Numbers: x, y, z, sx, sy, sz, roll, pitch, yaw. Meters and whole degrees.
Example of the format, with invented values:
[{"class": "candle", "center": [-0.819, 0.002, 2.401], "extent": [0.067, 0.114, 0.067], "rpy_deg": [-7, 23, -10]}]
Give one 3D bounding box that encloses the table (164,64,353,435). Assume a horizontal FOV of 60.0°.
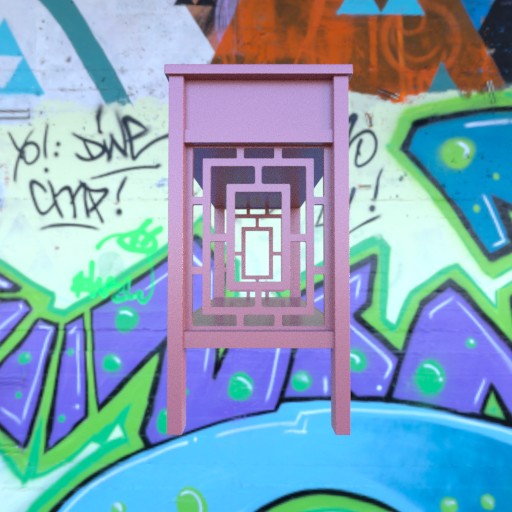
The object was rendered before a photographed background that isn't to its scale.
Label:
[{"class": "table", "center": [0.000, 0.000, 1.428], "extent": [0.397, 0.753, 1.068], "rpy_deg": [0, -2, 0]}]
